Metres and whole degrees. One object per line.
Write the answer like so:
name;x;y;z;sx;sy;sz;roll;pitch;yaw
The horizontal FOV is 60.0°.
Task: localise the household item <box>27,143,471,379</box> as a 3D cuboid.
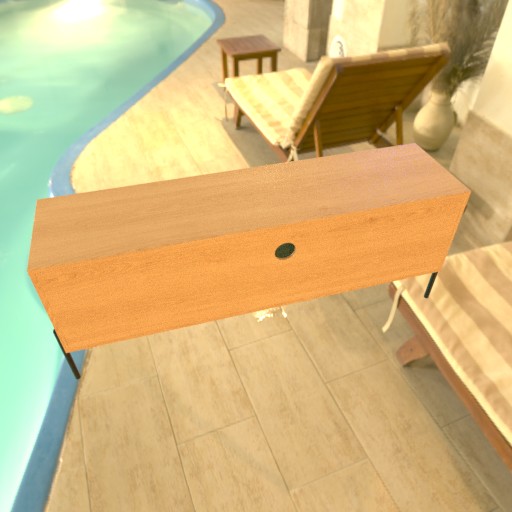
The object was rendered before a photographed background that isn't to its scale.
household item;0.000;0.000;1.791;1.550;0.600;0.400;-11;43;-12
